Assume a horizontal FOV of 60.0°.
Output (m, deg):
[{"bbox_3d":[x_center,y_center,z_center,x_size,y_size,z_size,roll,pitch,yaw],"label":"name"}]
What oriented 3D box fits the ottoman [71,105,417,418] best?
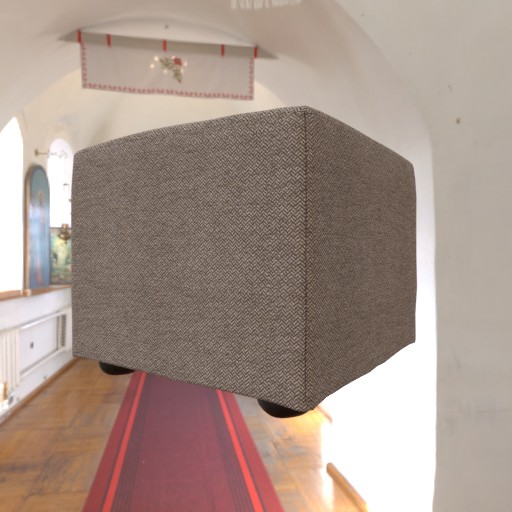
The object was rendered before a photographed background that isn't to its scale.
[{"bbox_3d":[0.000,0.000,0.898,0.512,0.453,0.519,1,1,35],"label":"ottoman"}]
